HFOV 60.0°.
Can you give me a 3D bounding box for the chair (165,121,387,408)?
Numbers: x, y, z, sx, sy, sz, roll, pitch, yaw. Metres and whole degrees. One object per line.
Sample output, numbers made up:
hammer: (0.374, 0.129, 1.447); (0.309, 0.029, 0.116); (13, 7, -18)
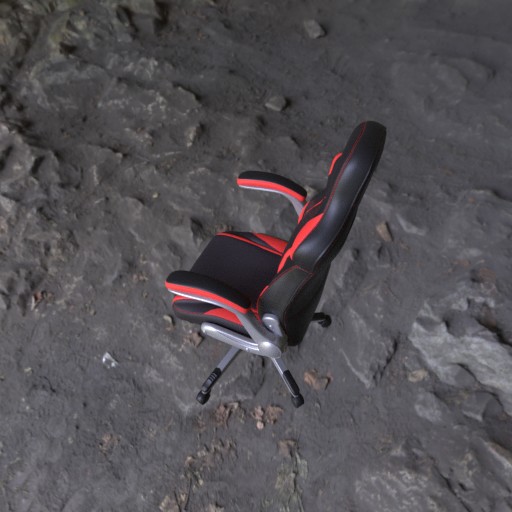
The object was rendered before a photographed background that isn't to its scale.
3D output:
chair: (0.000, 0.000, 1.641); (0.712, 1.165, 0.758); (16, 49, 15)
